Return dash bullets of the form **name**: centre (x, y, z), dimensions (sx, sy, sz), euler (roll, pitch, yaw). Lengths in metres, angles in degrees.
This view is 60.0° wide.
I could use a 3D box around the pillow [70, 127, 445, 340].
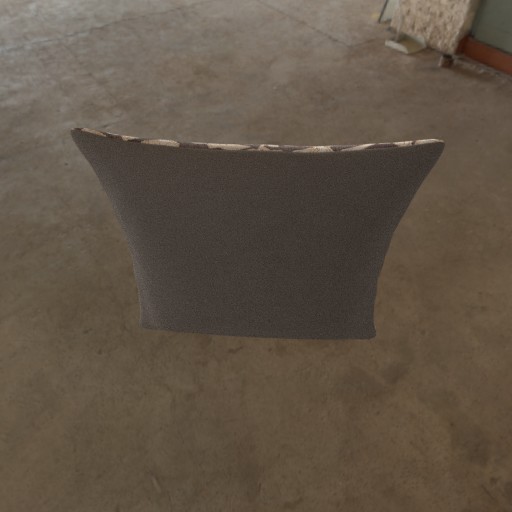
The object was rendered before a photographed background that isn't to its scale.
- **pillow**: centre (0.000, 0.000, 0.803), dimensions (0.526, 0.507, 0.166), euler (2, 47, 2)
